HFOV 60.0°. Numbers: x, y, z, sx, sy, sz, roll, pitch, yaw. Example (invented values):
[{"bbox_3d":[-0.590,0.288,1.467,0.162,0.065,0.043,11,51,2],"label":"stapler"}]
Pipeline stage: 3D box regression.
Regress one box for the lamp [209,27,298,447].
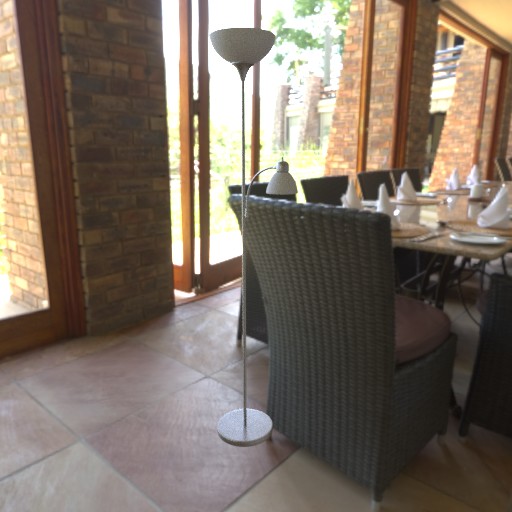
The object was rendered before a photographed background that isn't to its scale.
[{"bbox_3d":[0.000,0.000,1.950,0.279,1.804,0.425,-13,19,-43],"label":"lamp"}]
